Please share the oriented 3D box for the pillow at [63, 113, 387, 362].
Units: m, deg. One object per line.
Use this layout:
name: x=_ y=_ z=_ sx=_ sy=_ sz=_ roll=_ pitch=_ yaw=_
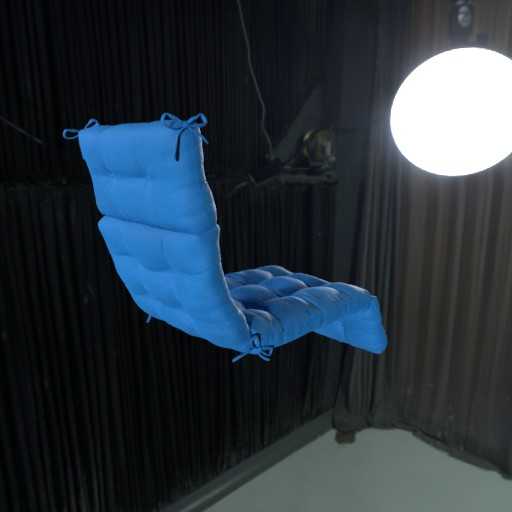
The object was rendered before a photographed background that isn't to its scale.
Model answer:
pillow: x=0.000 y=0.000 z=1.489 sx=1.016 sy=0.863 sz=0.526 roll=-13 pitch=19 yaw=-43
